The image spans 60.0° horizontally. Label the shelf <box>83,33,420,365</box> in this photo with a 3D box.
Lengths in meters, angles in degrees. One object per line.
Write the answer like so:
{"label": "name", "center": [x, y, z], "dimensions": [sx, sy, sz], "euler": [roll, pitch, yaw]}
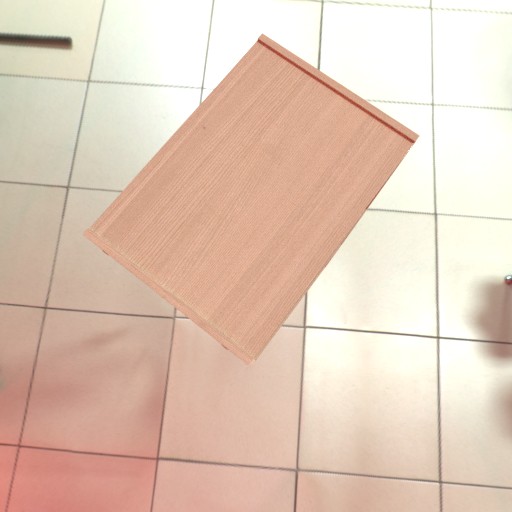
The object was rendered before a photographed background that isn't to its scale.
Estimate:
{"label": "shelf", "center": [0.000, 0.000, 1.061], "dimensions": [0.292, 0.876, 0.417], "euler": [37, 79, 8]}
